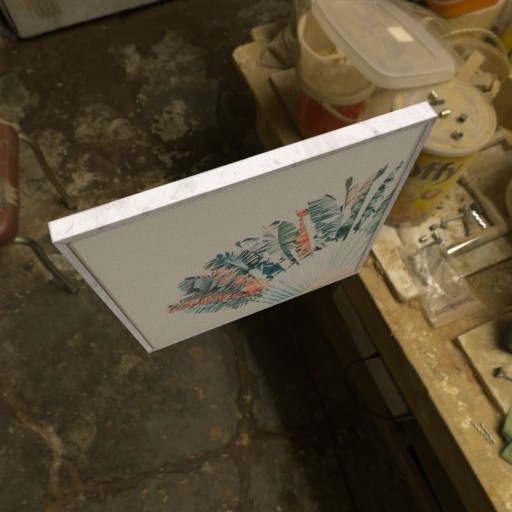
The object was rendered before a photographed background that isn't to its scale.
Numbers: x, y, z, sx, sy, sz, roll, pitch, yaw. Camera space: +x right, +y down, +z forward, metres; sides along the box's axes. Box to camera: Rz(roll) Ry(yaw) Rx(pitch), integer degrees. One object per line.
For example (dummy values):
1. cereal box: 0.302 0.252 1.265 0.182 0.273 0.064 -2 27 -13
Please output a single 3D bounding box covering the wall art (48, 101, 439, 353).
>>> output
1. wall art: 0.000 0.000 0.775 0.508 0.506 0.029 -20 65 -10
